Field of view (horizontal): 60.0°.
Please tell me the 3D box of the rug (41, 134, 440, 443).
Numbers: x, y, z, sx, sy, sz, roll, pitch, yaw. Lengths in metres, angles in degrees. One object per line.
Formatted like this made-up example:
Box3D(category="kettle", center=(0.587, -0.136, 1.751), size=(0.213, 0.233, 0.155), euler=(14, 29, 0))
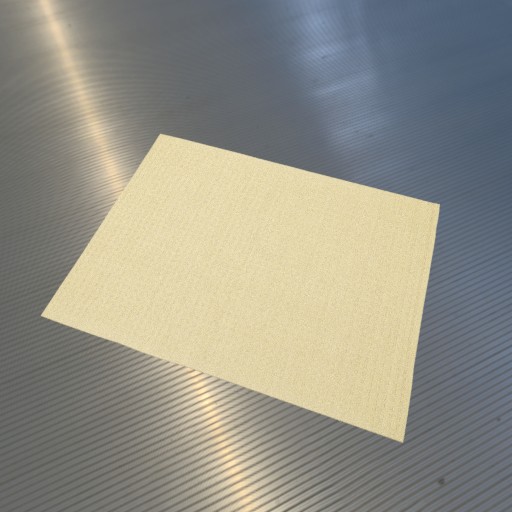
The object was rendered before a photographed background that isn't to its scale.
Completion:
Box3D(category="rug", center=(0.000, 0.000, 4.254), size=(3.204, 0.016, 2.452), euler=(16, 59, 10))
